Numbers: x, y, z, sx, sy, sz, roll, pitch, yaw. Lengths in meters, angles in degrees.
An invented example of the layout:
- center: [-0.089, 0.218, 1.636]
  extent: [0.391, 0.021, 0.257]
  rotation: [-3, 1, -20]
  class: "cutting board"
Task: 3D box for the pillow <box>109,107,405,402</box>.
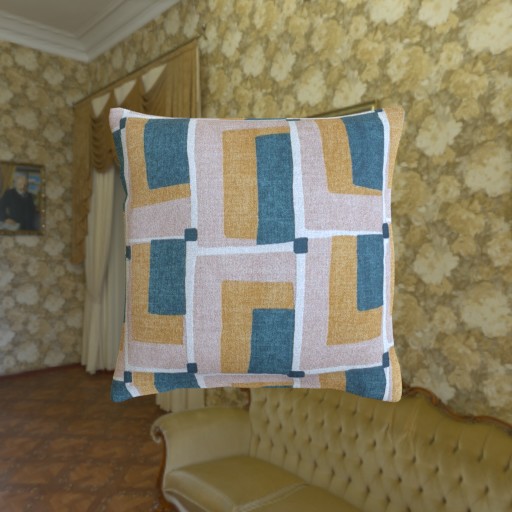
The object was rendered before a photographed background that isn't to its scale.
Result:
- center: [0.000, 0.000, 0.710]
  extent: [0.478, 0.479, 0.158]
  rotation: [0, 1, 1]
  class: "pillow"
